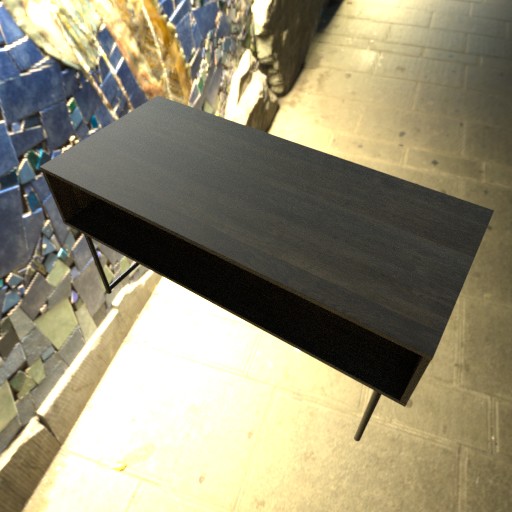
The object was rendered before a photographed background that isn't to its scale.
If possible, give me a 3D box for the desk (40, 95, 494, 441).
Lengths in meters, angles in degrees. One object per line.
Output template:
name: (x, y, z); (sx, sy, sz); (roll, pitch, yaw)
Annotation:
desk: (0.000, 0.000, 1.980); (1.600, 0.780, 0.730); (25, 52, 22)
